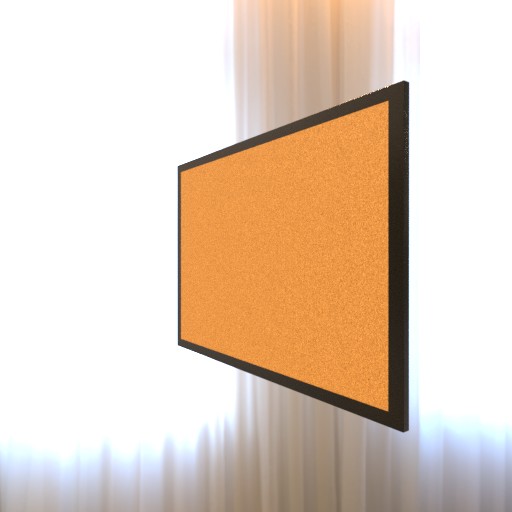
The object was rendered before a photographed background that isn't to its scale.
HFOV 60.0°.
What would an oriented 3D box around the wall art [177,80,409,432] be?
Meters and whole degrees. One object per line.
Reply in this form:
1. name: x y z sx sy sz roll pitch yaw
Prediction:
1. wall art: 0.000 0.000 1.031 0.015 0.552 0.819 0 0 -35
